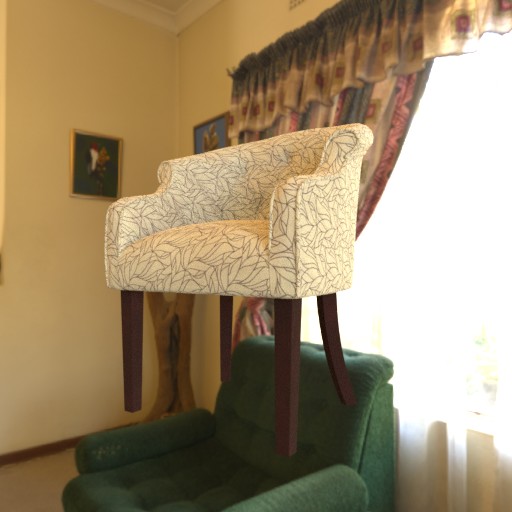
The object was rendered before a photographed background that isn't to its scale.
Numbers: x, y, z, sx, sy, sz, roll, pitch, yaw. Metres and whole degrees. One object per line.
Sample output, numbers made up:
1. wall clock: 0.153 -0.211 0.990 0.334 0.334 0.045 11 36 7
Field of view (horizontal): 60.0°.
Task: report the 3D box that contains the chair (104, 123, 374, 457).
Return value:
1. chair: 0.000 0.000 1.299 0.686 0.858 0.613 -1 -1 34
